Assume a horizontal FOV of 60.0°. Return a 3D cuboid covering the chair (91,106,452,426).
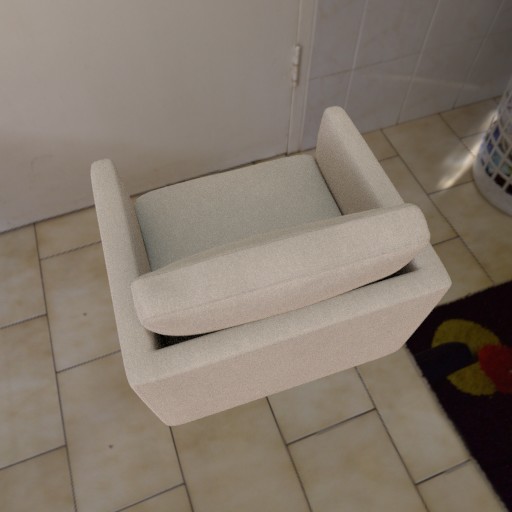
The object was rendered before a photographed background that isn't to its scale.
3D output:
[{"bbox_3d":[0.000,0.000,1.826,1.107,0.961,0.959,-16,60,-9],"label":"chair"}]
